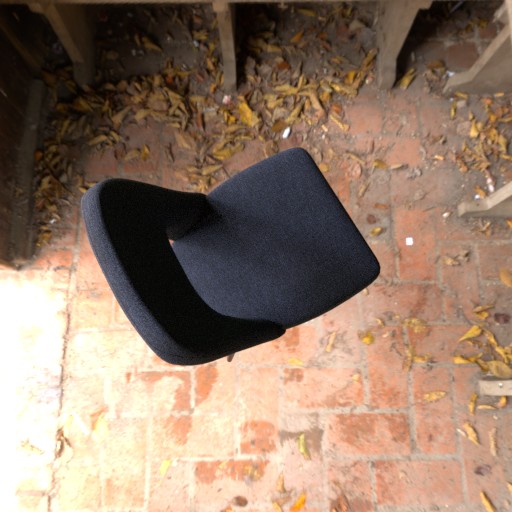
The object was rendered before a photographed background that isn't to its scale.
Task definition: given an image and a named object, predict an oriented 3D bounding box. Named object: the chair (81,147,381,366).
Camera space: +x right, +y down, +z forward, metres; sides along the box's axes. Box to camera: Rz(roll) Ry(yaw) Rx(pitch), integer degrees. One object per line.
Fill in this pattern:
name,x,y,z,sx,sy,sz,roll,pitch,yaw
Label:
chair,0.000,0.000,1.254,0.612,0.931,0.470,-29,78,-7
